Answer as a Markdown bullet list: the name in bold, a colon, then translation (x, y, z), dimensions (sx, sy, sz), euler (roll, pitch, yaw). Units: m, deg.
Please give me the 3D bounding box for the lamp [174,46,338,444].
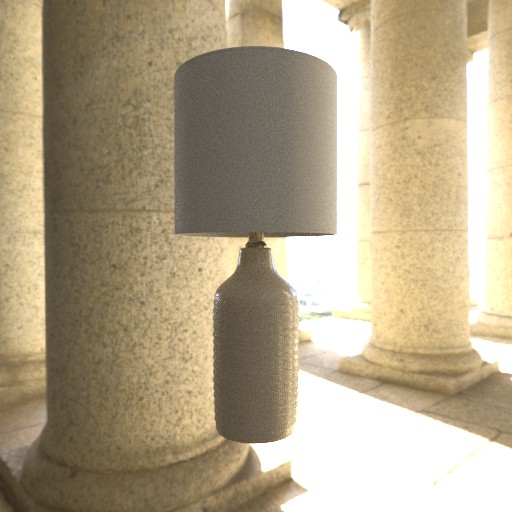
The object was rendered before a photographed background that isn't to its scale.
- **lamp**: translation (0.000, 0.000, 0.611), dimensions (0.220, 0.475, 0.220), euler (0, 1, 18)
